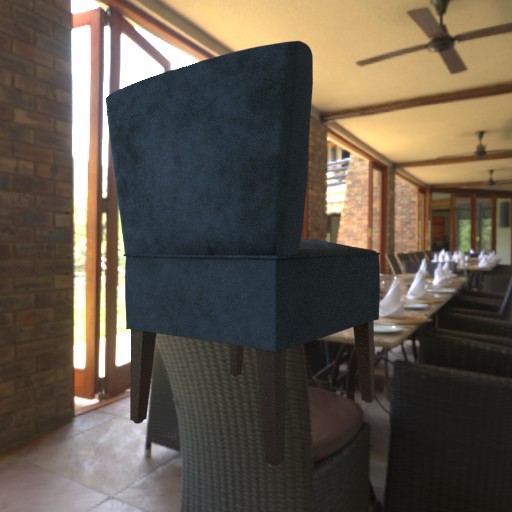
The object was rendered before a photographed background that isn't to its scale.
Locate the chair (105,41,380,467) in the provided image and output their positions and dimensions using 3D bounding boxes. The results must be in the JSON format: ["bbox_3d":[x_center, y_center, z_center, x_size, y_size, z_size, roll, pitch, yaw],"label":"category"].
[{"bbox_3d":[0.000,0.000,1.146,0.521,0.806,0.551,1,1,34],"label":"chair"}]
